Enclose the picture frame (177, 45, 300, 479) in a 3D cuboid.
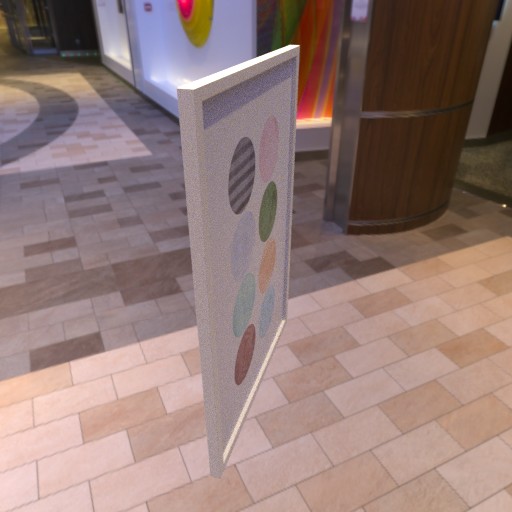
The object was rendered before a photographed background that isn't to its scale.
[{"bbox_3d":[0.000,0.000,0.534,0.013,0.434,0.305,10,32,16],"label":"picture frame"}]
